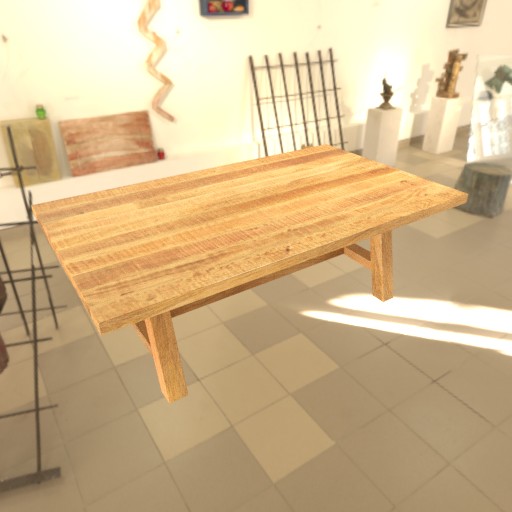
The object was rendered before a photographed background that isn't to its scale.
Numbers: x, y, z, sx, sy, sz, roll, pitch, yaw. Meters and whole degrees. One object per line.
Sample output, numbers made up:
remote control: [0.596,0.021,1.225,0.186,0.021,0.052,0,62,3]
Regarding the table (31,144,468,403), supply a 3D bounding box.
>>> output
table: [0.000,0.000,1.655,1.320,0.455,0.760,-18,35,-29]
